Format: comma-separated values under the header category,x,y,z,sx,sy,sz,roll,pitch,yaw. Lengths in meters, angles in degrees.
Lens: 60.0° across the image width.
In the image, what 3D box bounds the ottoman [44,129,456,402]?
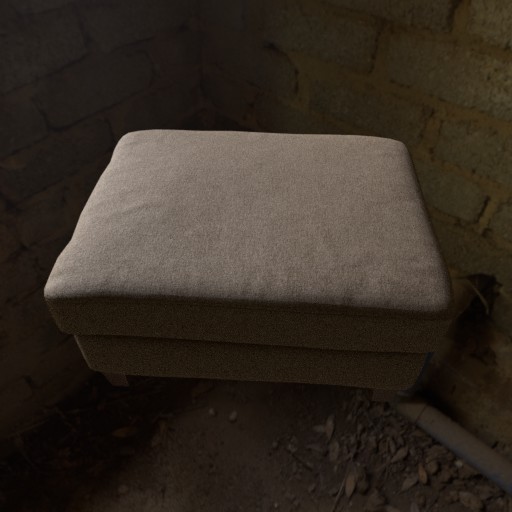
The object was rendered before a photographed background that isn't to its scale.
category,x,y,z,sx,sy,sz,roll,pitch,yaw
ottoman,0.000,0.000,1.284,0.889,0.511,0.692,3,46,3
